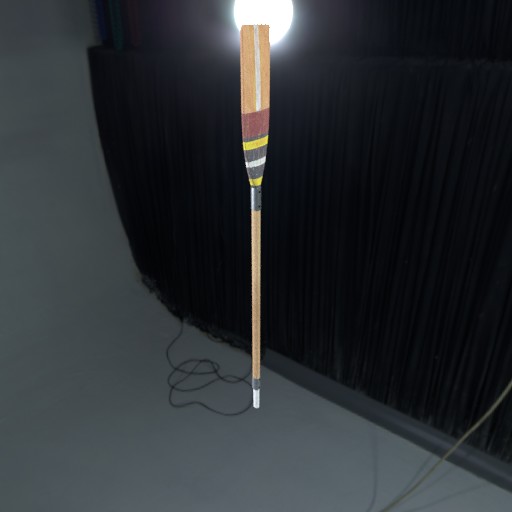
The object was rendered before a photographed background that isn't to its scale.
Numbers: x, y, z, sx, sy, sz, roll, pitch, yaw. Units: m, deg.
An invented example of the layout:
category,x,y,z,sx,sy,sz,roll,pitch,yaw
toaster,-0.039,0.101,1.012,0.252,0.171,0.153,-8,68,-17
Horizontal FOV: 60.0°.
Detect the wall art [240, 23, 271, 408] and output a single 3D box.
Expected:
category,x,y,z,sx,sy,sz,roll,pitch,yaw
wall art,0.000,0.000,1.675,0.038,1.556,0.146,18,32,31
